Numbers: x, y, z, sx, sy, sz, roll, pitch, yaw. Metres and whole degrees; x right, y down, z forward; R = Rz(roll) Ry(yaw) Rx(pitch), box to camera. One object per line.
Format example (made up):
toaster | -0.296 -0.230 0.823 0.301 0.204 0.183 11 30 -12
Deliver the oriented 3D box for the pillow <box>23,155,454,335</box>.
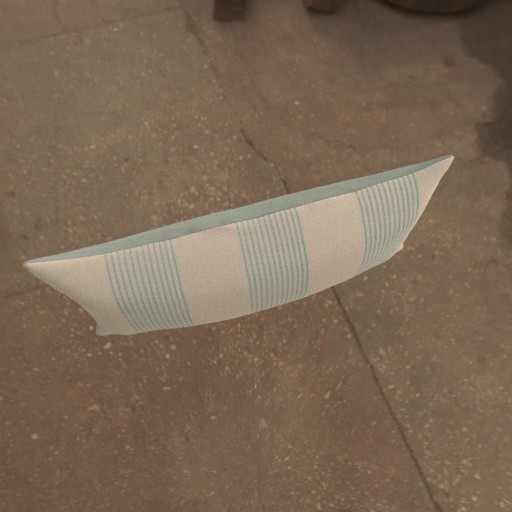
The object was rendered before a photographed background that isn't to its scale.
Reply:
pillow | 0.000 0.000 0.721 0.610 0.287 0.151 -15 64 -8
